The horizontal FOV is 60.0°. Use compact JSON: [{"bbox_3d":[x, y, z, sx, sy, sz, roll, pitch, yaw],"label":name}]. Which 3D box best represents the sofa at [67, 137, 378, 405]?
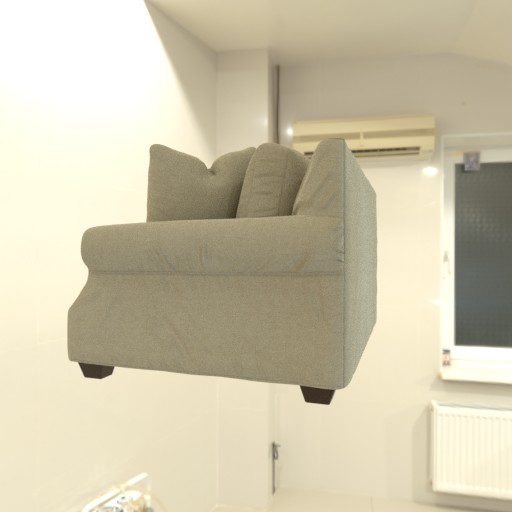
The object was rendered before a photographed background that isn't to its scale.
[{"bbox_3d":[0.000,0.000,2.166,1.070,0.905,1.550,0,1,19],"label":"sofa"}]
